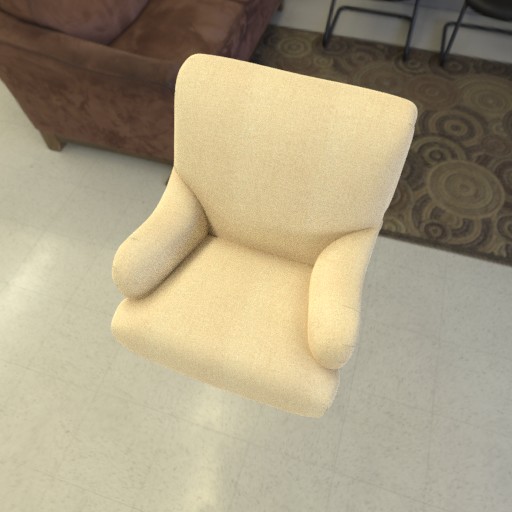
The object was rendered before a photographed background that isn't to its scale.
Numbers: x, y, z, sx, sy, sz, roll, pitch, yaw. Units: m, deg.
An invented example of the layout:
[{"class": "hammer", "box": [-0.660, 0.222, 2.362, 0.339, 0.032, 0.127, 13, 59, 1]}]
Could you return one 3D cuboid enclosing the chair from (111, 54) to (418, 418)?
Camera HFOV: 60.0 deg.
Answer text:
[{"class": "chair", "box": [0.000, 0.000, 1.509, 0.766, 0.944, 0.842, 17, 59, 11]}]
